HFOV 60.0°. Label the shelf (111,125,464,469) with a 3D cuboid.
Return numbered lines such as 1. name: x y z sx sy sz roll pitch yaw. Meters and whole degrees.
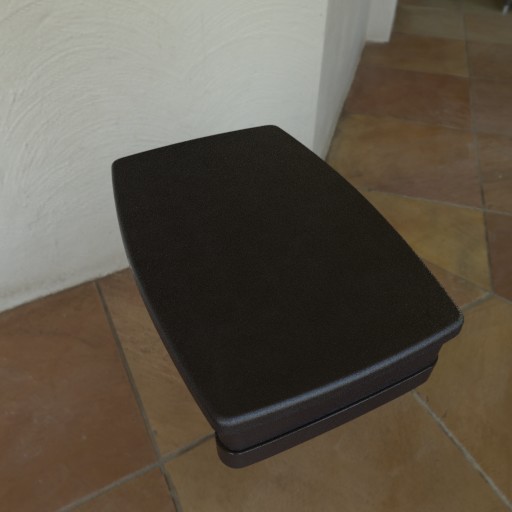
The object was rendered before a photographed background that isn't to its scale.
1. shelf: 0.000 0.000 0.520 0.280 0.100 0.410 -18 47 -17
